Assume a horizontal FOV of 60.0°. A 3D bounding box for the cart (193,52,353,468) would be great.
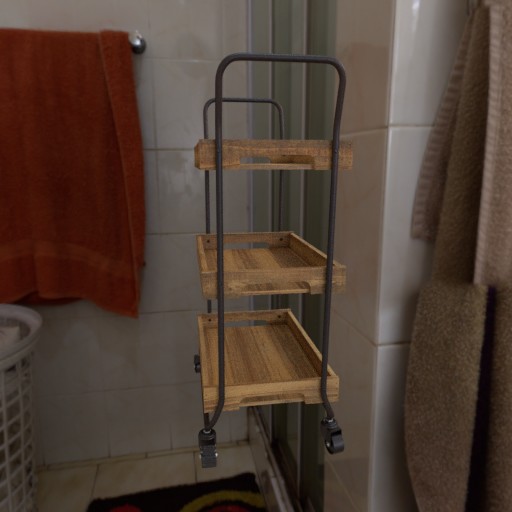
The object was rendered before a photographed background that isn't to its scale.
[{"bbox_3d":[0.000,0.000,1.155,0.339,0.857,0.583,-2,12,-9],"label":"cart"}]
